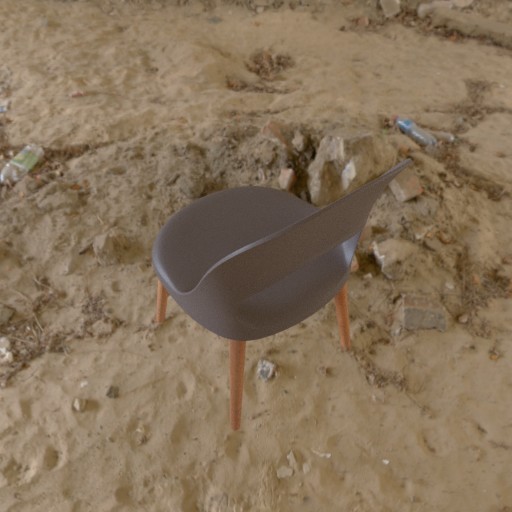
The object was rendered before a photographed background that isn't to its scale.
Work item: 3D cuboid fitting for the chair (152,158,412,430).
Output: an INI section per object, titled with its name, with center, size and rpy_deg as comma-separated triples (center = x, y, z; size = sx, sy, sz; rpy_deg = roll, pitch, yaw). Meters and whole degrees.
[chair]
center = 0.000, 0.000, 1.140
size = 0.470, 0.794, 0.556
rpy_deg = -29, 54, -24
